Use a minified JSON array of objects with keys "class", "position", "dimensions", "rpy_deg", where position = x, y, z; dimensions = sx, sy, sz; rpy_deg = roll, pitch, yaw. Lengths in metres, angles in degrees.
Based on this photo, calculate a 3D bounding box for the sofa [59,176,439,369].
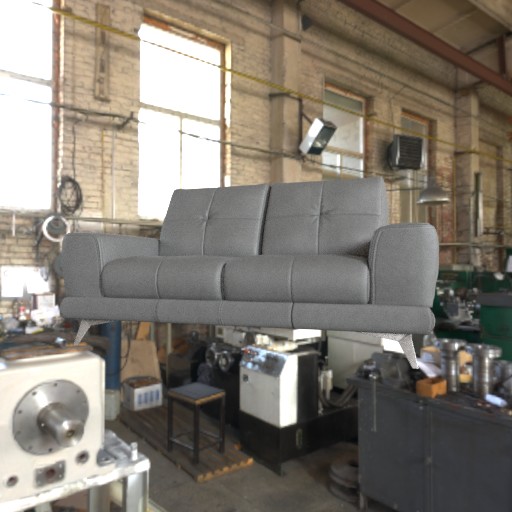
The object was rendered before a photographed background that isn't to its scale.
[{"class":"sofa","position":[0.000,0.000,2.423],"dimensions":[1.806,0.907,1.018],"rpy_deg":[0,-1,18]}]
